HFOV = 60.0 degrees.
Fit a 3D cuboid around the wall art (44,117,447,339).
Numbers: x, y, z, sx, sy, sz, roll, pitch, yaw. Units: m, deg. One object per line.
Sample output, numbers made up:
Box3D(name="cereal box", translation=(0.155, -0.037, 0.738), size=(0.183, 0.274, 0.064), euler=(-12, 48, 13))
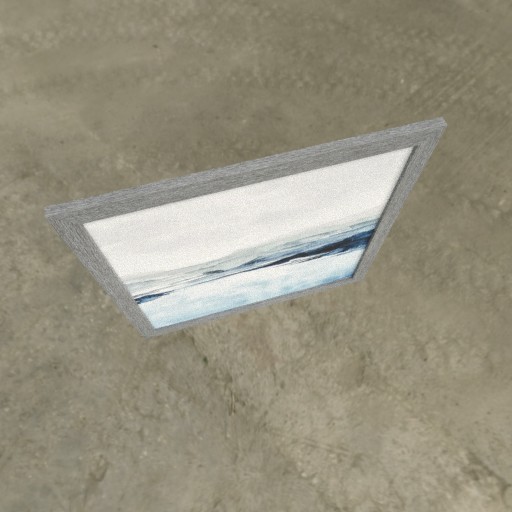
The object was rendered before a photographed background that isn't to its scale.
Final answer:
Box3D(name="wall art", translation=(0.000, 0.000, 1.038), size=(0.685, 0.685, 0.020), euler=(-14, 65, -7))
